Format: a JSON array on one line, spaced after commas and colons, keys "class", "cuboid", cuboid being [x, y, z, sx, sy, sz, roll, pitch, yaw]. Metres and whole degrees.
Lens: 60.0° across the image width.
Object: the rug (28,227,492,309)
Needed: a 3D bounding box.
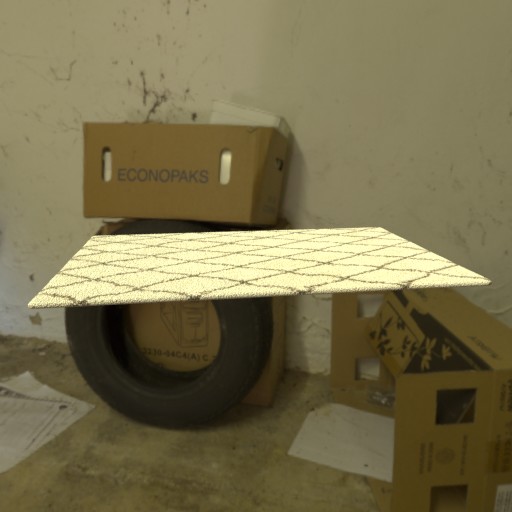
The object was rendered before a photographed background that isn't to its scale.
[{"class": "rug", "cuboid": [0.000, 0.000, 3.015, 2.438, 0.030, 1.524, -2, 15, -8]}]
